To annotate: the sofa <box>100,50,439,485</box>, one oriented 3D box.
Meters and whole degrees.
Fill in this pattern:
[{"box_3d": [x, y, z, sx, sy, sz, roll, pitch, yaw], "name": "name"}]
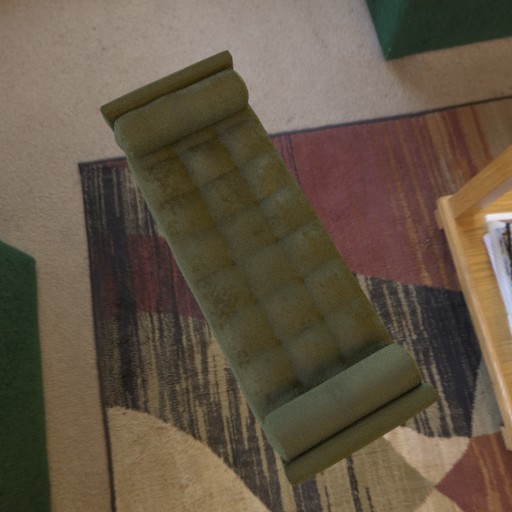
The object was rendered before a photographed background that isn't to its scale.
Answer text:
[{"box_3d": [0.000, 0.000, 2.474, 0.817, 0.681, 2.130, -27, 77, -7], "name": "sofa"}]
